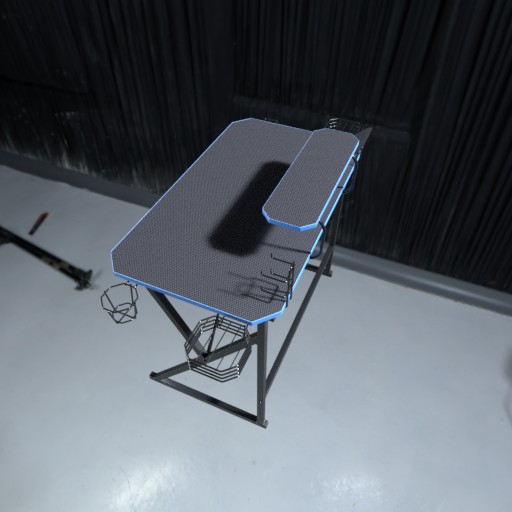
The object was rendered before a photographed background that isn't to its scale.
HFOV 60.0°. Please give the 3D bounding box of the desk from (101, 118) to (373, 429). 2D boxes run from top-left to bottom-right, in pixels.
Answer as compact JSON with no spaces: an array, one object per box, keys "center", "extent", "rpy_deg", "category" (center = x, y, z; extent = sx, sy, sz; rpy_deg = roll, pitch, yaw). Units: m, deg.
[{"center":[0.000,0.000,1.743],"extent":[0.594,0.909,1.295],"rpy_deg":[18,48,16],"category":"desk"}]
